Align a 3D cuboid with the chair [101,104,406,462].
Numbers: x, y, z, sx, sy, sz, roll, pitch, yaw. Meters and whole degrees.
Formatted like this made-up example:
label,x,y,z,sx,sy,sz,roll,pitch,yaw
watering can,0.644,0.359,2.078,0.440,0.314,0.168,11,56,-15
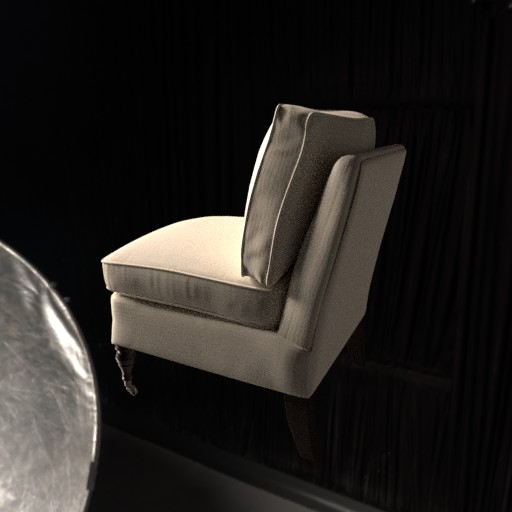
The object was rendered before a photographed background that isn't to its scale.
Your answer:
label,x,y,z,sx,sy,sz,roll,pitch,yaw
chair,0.000,0.000,1.408,0.781,0.887,0.630,8,18,26
